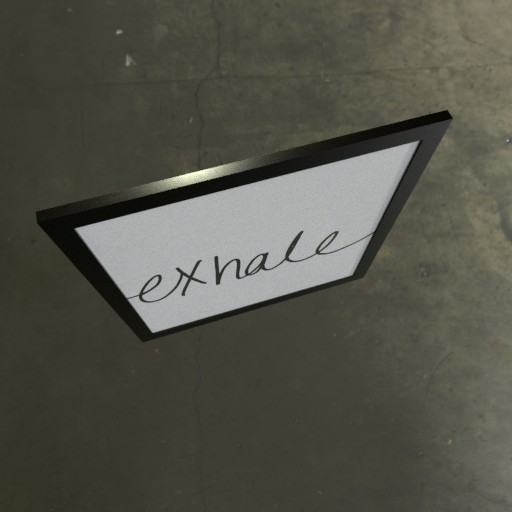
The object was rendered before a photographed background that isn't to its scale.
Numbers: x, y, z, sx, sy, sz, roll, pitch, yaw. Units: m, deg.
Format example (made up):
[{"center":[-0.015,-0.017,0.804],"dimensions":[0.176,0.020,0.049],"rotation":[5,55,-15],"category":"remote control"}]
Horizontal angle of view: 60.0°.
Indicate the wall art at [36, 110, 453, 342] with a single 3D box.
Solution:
[{"center":[0.000,0.000,0.657],"dimensions":[0.446,0.445,0.014],"rotation":[-16,65,-7],"category":"wall art"}]
